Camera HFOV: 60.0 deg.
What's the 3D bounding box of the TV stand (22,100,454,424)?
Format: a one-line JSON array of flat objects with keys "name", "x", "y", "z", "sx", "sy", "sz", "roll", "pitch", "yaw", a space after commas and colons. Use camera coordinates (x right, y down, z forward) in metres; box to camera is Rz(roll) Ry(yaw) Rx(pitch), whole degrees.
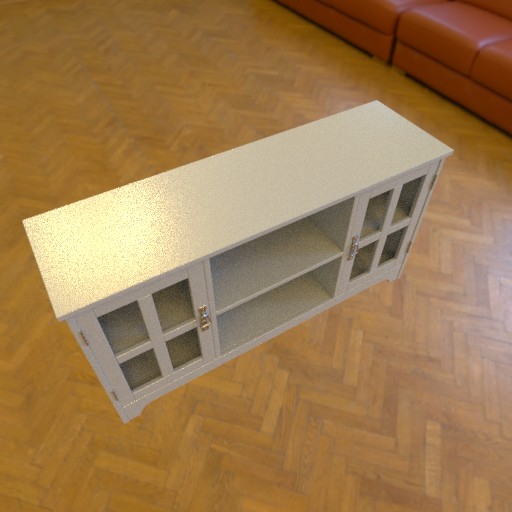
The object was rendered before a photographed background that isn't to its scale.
[{"name": "TV stand", "x": 0.000, "y": 0.000, "z": 1.440, "sx": 1.167, "sy": 0.603, "sz": 0.344, "roll": -24, "pitch": 52, "yaw": -20}]
